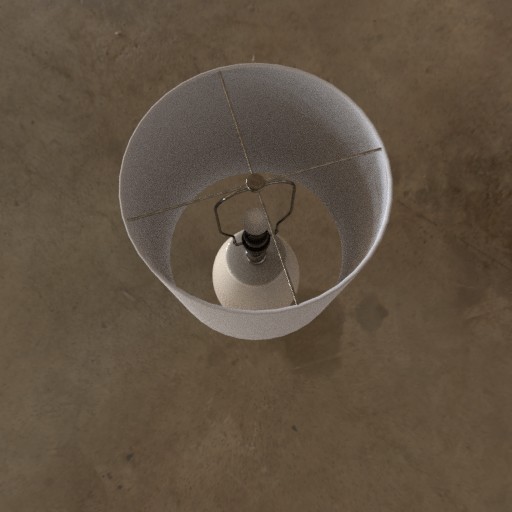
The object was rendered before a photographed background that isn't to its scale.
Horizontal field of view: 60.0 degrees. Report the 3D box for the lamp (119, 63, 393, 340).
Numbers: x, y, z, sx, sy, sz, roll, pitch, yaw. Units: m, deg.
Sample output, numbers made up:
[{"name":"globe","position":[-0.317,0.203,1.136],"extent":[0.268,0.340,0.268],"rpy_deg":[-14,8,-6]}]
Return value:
[{"name":"lamp","position":[0.000,0.000,0.568],"extent":[0.217,0.453,0.217],"rpy_deg":[-17,75,-5]}]
